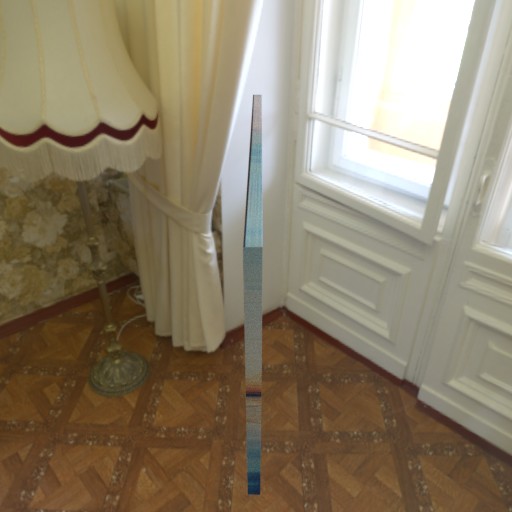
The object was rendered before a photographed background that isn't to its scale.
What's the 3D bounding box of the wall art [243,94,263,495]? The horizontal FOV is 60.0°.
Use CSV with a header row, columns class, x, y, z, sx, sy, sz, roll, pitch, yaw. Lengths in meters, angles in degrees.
class,x,y,z,sx,sy,sz,roll,pitch,yaw
wall art,0.000,0.000,1.435,0.034,0.756,1.137,0,32,0
